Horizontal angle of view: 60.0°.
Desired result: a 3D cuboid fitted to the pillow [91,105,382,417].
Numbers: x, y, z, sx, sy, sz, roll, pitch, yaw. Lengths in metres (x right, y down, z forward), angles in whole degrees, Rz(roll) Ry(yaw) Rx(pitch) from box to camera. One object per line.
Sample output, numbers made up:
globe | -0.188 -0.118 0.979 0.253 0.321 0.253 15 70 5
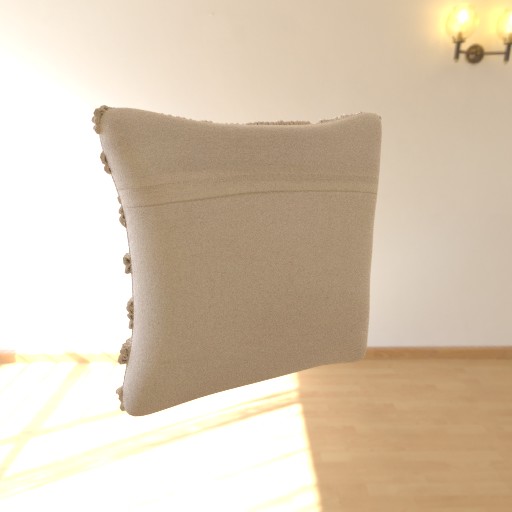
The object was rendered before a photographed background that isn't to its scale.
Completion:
pillow | 0.000 0.000 0.667 0.437 0.427 0.145 -7 16 -25
